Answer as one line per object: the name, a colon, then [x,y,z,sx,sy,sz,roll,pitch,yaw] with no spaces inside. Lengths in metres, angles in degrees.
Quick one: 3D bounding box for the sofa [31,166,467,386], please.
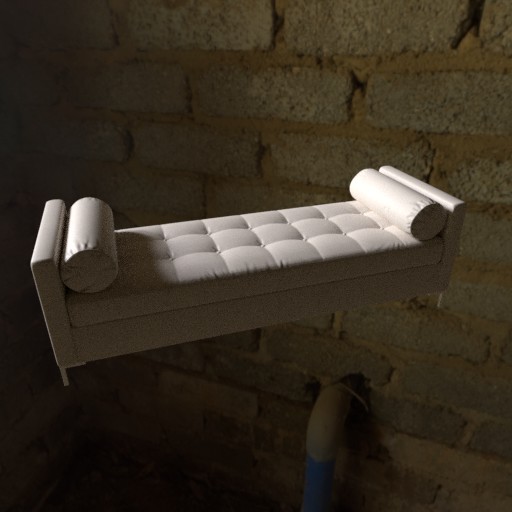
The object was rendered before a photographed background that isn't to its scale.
sofa: [0.000,0.000,2.330,1.981,0.635,0.686,-9,29,-16]
